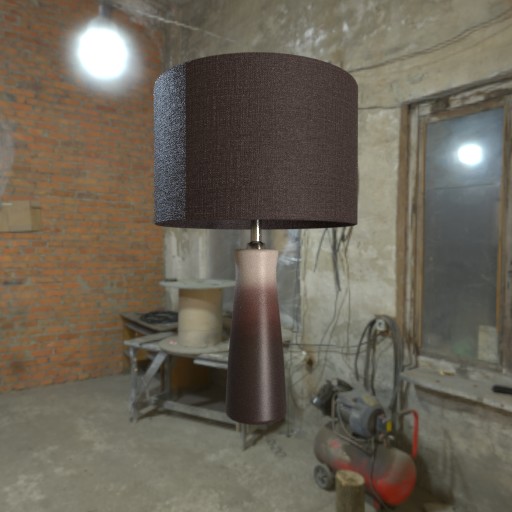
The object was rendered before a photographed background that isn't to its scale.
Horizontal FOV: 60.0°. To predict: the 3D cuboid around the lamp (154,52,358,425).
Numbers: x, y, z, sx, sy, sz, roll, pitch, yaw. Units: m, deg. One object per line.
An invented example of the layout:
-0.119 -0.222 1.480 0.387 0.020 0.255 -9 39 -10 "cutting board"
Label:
0.000 0.000 0.679 0.303 0.488 0.303 0 1 0 "lamp"
